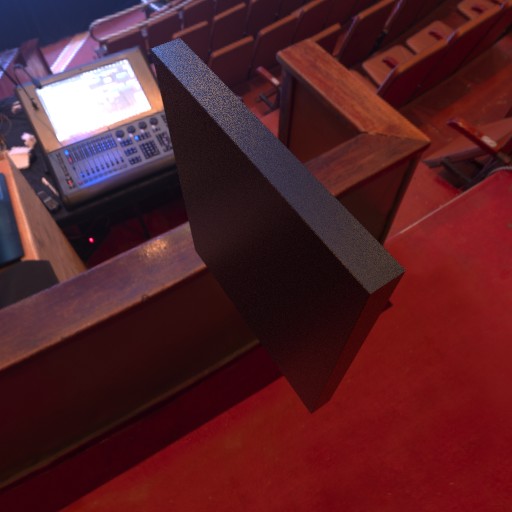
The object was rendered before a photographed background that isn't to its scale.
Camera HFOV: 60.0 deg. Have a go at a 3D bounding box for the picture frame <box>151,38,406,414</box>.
[{"bbox_3d":[0.000,0.000,0.538,0.034,0.378,0.328,-30,63,-17],"label":"picture frame"}]
